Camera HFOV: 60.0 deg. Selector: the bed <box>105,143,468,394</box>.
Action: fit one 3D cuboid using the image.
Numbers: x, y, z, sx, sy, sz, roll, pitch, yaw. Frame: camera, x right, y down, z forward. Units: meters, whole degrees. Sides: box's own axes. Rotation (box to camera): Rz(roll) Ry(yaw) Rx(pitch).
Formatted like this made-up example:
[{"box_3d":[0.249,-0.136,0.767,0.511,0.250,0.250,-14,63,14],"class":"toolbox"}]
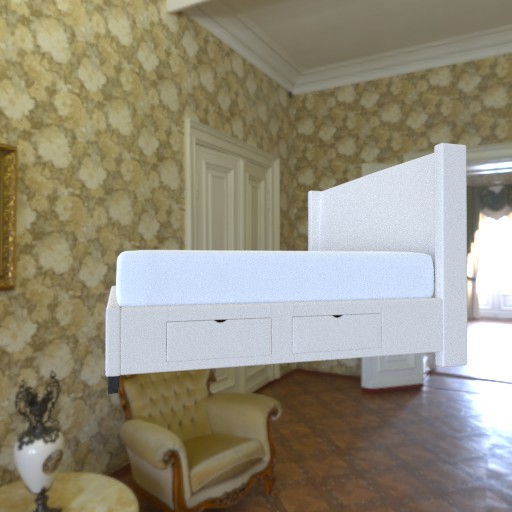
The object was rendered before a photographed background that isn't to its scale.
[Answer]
[{"box_3d":[0.000,0.000,3.623,2.293,1.471,2.145,0,-1,-17],"class":"bed"}]
